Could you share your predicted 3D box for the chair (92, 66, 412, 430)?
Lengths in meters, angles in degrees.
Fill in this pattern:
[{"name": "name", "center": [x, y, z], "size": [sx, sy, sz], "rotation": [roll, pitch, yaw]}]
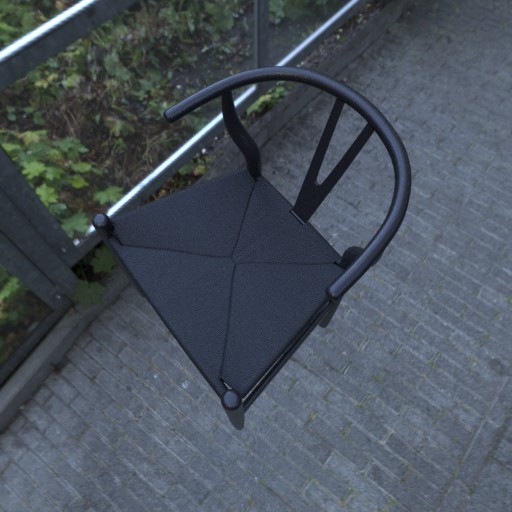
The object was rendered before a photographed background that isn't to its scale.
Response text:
[{"name": "chair", "center": [0.000, 0.000, 1.142], "size": [0.579, 0.730, 0.569], "rotation": [-35, 68, -16]}]
